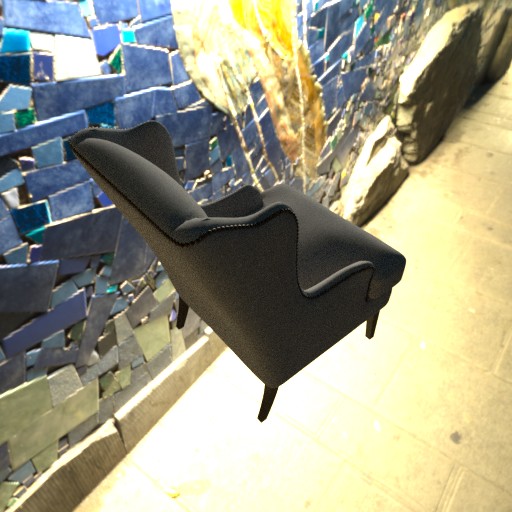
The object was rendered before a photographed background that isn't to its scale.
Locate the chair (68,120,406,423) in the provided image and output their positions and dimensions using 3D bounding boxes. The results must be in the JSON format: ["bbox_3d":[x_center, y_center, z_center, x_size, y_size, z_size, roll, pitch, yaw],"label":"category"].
[{"bbox_3d":[0.000,0.000,1.662,0.940,1.029,0.737,-28,47,-29],"label":"chair"}]
